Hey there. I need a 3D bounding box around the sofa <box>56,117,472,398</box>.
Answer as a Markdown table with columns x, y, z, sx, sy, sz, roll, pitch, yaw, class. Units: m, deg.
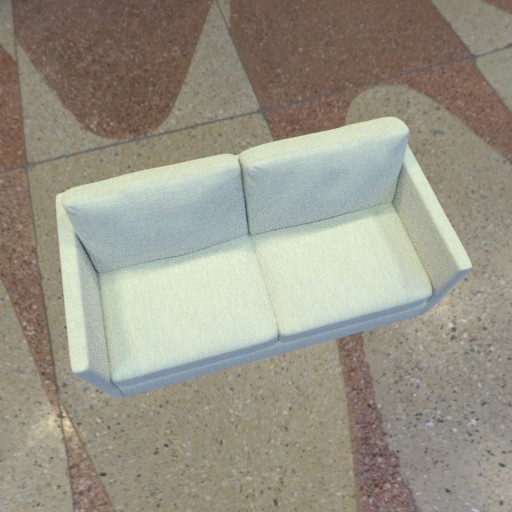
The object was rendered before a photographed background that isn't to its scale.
| x | y | z | sx | sy | sz | roll | pitch | yaw | class |
| --- | --- | --- | --- | --- | --- | --- | --- | --- | --- |
| 0.000 | 0.000 | 2.358 | 1.838 | 0.963 | 0.950 | -14 | 65 | -7 | sofa |
